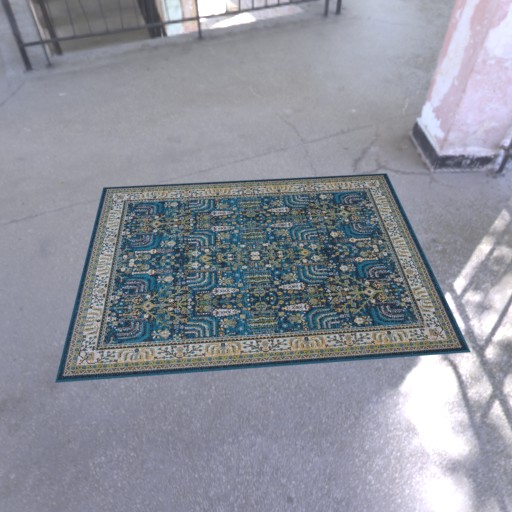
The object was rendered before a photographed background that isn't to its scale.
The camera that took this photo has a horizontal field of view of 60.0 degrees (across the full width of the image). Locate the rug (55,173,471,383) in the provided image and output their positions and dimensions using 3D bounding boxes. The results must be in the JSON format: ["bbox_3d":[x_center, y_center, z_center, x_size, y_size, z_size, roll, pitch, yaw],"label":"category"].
[{"bbox_3d":[0.000,0.000,3.988,3.044,0.015,2.226,-3,47,-3],"label":"rug"}]
